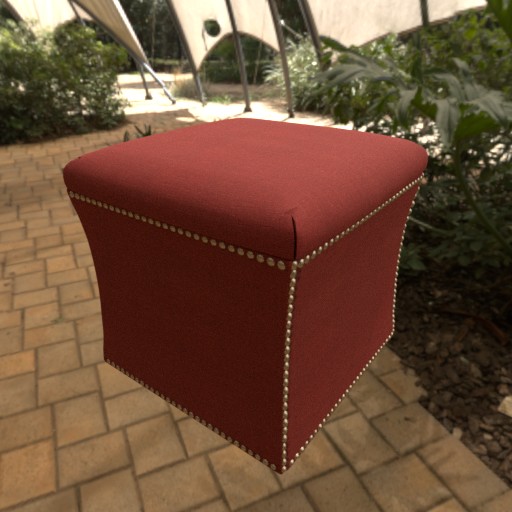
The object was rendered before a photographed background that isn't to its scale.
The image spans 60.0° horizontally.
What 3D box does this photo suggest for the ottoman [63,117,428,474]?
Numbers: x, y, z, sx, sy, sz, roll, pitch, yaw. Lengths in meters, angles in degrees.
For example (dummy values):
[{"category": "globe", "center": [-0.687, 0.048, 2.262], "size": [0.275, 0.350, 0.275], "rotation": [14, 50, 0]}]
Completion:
[{"category": "ottoman", "center": [0.000, 0.000, 0.897], "size": [0.497, 0.475, 0.507], "rotation": [19, 32, 32]}]
